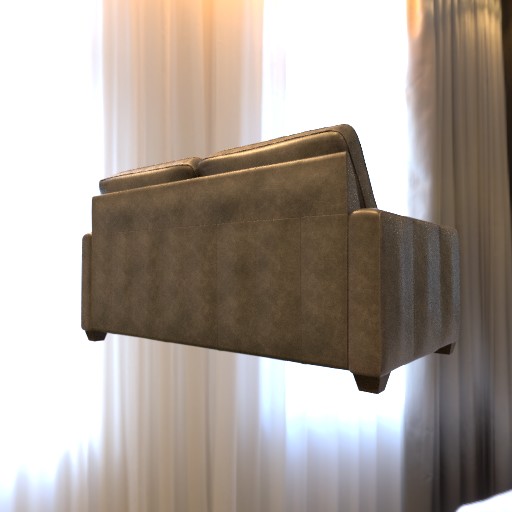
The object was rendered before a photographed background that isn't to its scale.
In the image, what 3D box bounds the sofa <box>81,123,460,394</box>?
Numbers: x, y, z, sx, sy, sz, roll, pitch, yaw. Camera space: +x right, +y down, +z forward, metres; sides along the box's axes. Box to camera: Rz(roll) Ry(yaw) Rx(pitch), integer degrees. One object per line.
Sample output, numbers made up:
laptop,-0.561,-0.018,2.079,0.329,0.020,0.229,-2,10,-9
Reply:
sofa,0.000,0.000,2.253,1.732,0.916,0.939,-1,-2,38
